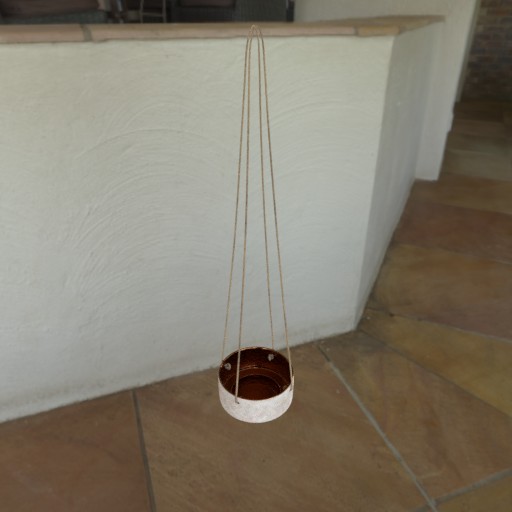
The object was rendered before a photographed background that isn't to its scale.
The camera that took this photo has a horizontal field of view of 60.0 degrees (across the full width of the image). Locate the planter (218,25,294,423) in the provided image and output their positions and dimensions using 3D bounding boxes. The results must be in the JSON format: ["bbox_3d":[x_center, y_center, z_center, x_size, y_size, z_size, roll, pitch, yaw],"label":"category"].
[{"bbox_3d":[0.000,0.000,1.115,0.223,1.030,0.223,-9,30,-15],"label":"planter"}]
